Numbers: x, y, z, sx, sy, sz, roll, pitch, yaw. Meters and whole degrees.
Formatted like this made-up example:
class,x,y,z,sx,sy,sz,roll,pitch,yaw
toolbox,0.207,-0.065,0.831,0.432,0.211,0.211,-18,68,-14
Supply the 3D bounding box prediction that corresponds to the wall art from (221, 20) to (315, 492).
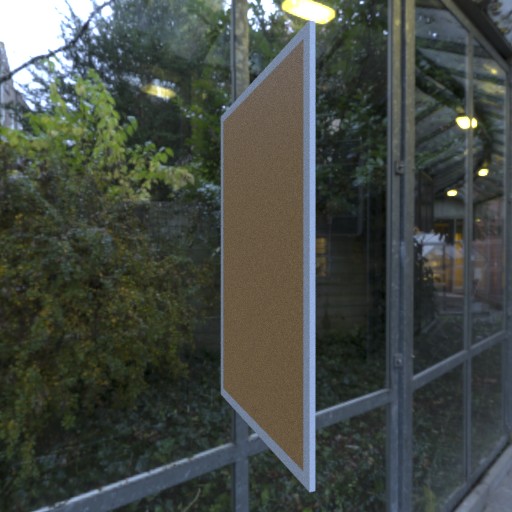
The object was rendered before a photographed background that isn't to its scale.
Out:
class,x,y,z,sx,sy,sz,roll,pitch,yaw
wall art,0.000,0.000,1.193,0.013,0.940,0.659,0,0,-20
